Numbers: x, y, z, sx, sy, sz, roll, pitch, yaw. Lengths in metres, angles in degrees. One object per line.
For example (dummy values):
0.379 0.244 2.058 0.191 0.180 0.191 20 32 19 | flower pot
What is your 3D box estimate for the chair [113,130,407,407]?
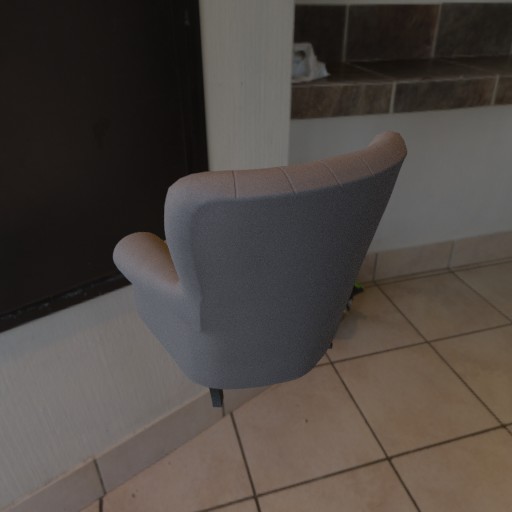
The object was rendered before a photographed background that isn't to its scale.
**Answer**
0.000 0.000 1.808 0.983 1.046 0.983 -19 36 -29 | chair
